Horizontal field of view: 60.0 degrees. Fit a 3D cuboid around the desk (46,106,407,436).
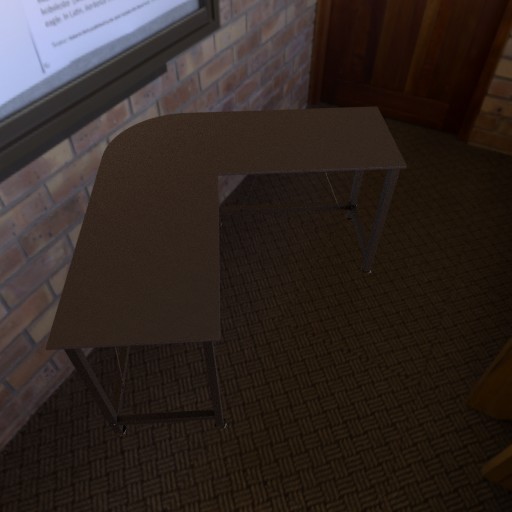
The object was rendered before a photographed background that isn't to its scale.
[{"bbox_3d":[0.000,0.000,2.159,1.400,0.762,1.400,-3,47,-3],"label":"desk"}]
